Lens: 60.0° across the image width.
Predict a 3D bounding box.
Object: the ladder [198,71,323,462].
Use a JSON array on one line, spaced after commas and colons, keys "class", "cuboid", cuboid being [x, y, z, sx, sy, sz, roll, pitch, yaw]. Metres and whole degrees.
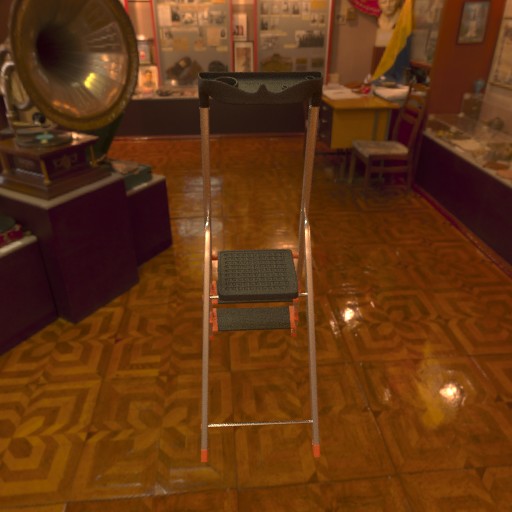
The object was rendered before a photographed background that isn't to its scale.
[{"class": "ladder", "cuboid": [0.000, 0.000, 1.528, 0.416, 1.229, 0.686, -1, 29, -2]}]
